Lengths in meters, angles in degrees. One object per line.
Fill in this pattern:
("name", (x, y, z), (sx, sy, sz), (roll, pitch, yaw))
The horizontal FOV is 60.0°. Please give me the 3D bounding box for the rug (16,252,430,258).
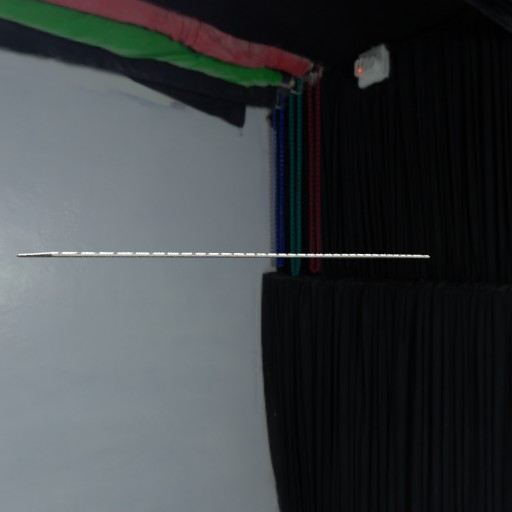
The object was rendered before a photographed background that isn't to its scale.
("rug", (0.000, 0.000, 2.648), (2.439, 0.020, 0.773), (0, -1, -37))
